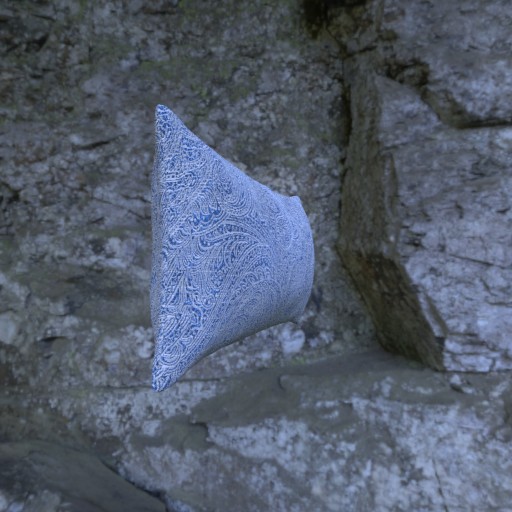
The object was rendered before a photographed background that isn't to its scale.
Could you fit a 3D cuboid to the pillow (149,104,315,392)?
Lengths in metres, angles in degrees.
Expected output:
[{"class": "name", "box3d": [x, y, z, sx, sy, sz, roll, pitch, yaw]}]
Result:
[{"class": "pillow", "box3d": [0.000, 0.000, 0.737, 0.151, 0.295, 0.615, -1, -2, 19]}]
